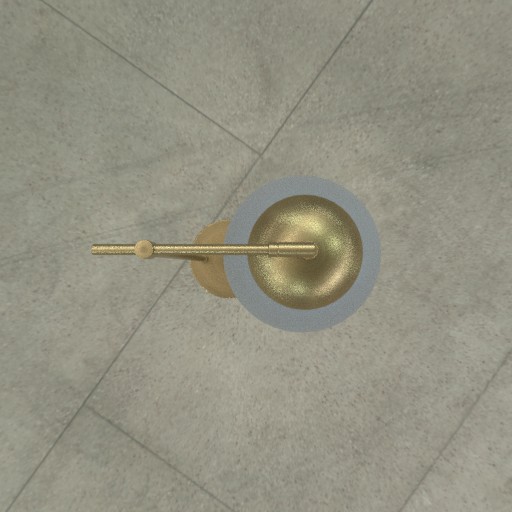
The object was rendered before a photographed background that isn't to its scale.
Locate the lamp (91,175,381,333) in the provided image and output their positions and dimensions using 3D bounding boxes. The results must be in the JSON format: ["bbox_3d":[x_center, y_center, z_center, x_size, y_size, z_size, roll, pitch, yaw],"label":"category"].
[{"bbox_3d":[0.000,0.000,0.705,0.324,0.559,0.207,0,89,0],"label":"lamp"}]
